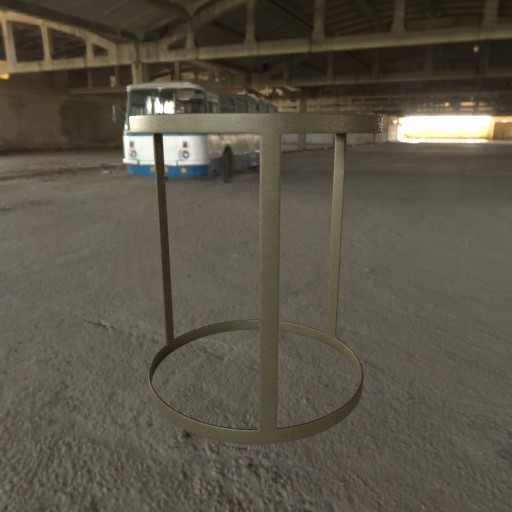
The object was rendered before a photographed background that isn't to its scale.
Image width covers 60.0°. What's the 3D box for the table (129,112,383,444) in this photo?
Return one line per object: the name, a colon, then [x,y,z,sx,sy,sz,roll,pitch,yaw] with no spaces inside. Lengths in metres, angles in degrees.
table: [0.000,0.000,0.946,0.480,0.565,0.480,0,16,0]
